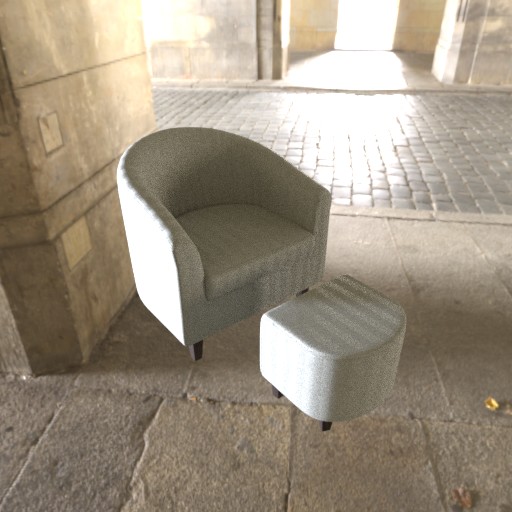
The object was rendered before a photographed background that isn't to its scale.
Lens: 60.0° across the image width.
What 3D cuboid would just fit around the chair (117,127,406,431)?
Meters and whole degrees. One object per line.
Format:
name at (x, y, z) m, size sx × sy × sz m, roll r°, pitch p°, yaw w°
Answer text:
chair at (0.000, 0.000, 1.749) m, size 0.756 × 0.757 × 1.288 m, roll -22°, pitch 36°, yaw -33°
